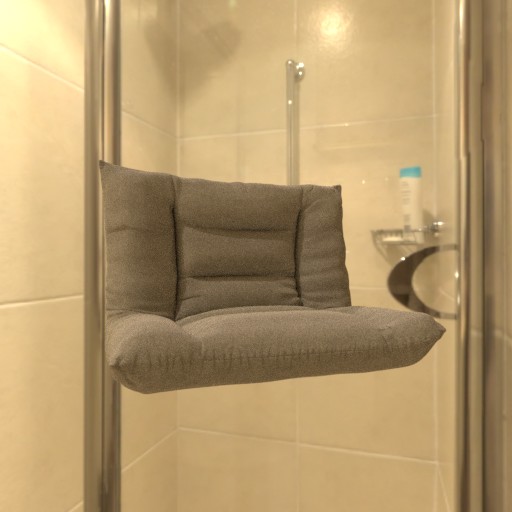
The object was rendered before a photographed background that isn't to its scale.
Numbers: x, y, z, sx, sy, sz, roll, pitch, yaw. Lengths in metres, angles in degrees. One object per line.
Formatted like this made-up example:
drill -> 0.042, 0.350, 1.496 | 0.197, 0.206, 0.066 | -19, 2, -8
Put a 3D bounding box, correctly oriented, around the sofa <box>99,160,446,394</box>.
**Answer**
sofa -> 0.000, 0.000, 1.707 | 1.144, 0.795, 0.847 | 0, 0, -19
